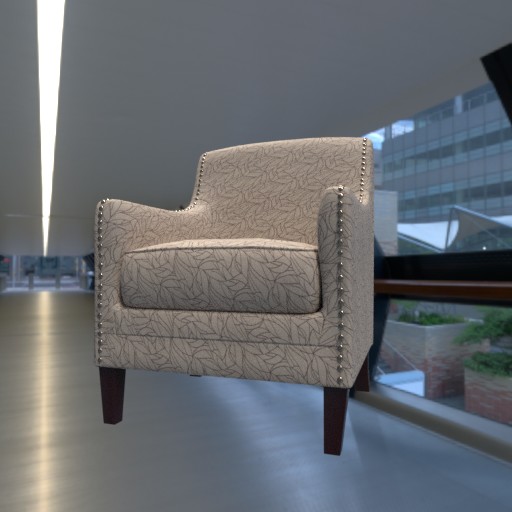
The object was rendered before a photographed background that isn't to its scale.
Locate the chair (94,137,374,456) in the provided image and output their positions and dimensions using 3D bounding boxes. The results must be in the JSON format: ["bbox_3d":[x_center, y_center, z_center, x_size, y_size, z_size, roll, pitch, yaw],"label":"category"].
[{"bbox_3d":[0.000,0.000,1.276,0.623,0.816,0.651,0,-1,19],"label":"chair"}]
